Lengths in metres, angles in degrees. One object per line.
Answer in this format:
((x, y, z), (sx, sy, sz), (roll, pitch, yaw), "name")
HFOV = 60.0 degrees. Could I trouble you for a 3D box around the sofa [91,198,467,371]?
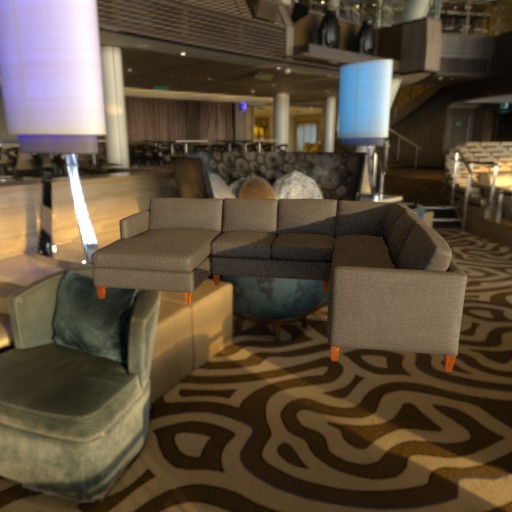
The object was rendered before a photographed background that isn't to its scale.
((0.000, 0.000, 4.603), (3.460, 0.961, 2.594), (3, 15, 10), "sofa")
